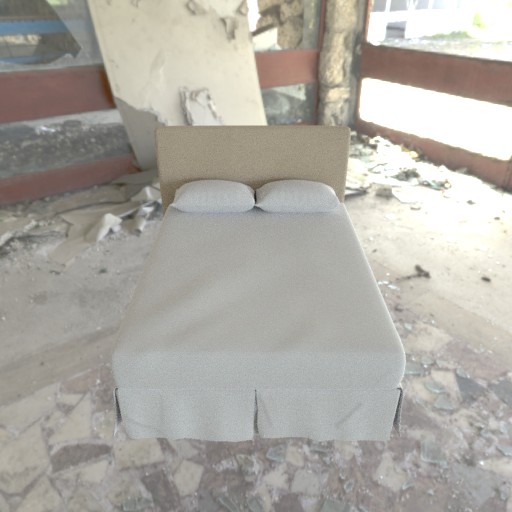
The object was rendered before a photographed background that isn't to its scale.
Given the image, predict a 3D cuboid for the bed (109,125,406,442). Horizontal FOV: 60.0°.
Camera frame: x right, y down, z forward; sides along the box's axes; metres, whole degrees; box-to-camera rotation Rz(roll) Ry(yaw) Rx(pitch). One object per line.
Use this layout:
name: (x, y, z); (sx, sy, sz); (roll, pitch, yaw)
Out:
bed: (0.000, 0.000, 3.185); (1.723, 1.330, 2.142); (0, 31, 0)
